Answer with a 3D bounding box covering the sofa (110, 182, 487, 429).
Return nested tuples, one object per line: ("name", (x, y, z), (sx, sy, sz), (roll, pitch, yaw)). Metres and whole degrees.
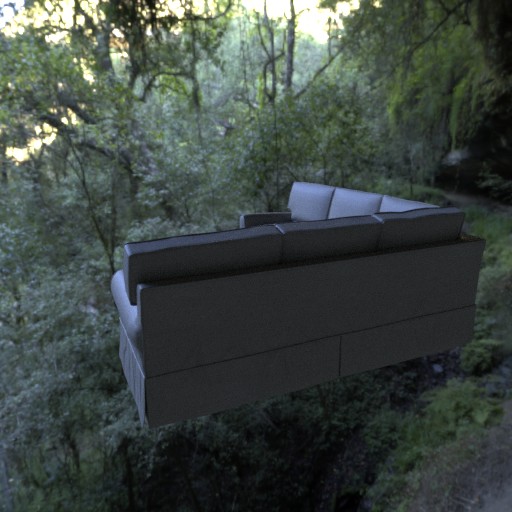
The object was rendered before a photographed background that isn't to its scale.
("sofa", (0.000, 0.000, 3.991), (2.623, 1.081, 2.618), (-7, 17, -24))
